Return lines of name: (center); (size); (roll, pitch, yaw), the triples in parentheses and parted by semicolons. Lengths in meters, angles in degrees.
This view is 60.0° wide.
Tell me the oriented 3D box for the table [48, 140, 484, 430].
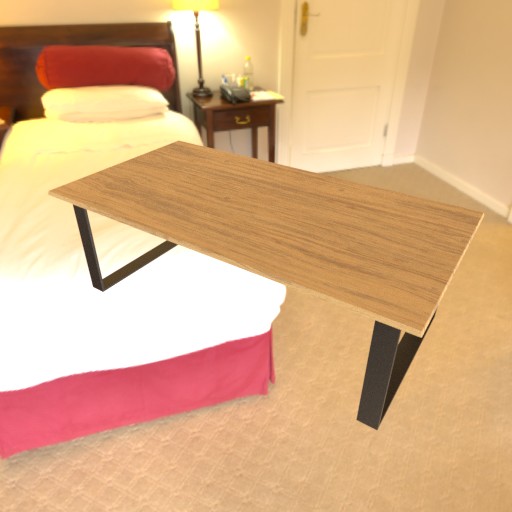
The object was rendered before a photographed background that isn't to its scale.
table: (0.000, 0.000, 1.631); (1.331, 0.445, 0.693); (20, 37, 28)
